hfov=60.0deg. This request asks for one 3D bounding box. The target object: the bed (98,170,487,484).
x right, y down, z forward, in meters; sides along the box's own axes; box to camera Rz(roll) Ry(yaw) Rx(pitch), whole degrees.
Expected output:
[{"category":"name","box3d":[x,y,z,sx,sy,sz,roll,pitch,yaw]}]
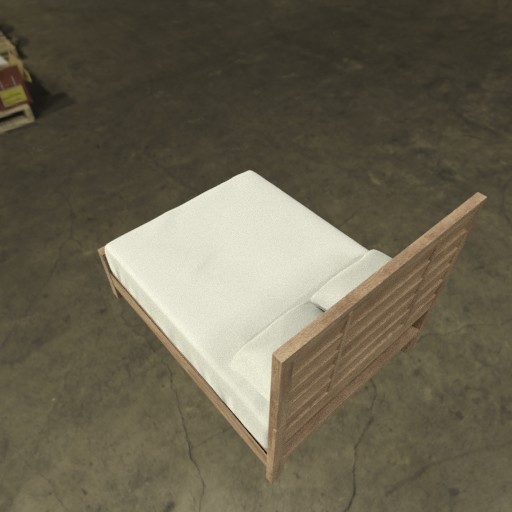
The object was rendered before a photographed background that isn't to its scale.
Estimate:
[{"category":"bed","box3d":[0.000,0.000,3.341,1.626,1.626,2.197,-32,55,-27]}]
